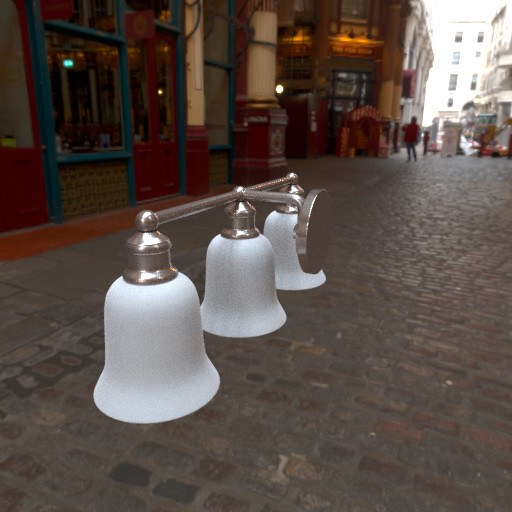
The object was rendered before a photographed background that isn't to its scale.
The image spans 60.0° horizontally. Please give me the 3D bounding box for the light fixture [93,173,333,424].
[{"bbox_3d":[0.000,0.000,0.668,0.198,0.211,0.570,8,18,24],"label":"light fixture"}]
